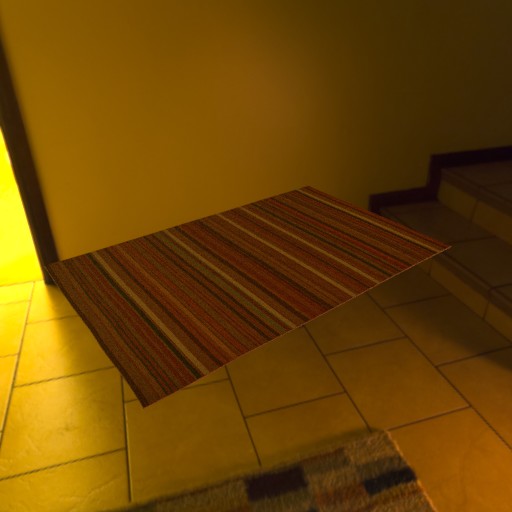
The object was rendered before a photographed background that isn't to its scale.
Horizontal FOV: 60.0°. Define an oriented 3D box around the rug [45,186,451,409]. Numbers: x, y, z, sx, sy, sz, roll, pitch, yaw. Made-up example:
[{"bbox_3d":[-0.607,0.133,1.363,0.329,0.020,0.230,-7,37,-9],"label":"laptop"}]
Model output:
[{"bbox_3d":[0.000,0.000,3.113,2.438,0.008,1.523,-21,36,-32],"label":"rug"}]
